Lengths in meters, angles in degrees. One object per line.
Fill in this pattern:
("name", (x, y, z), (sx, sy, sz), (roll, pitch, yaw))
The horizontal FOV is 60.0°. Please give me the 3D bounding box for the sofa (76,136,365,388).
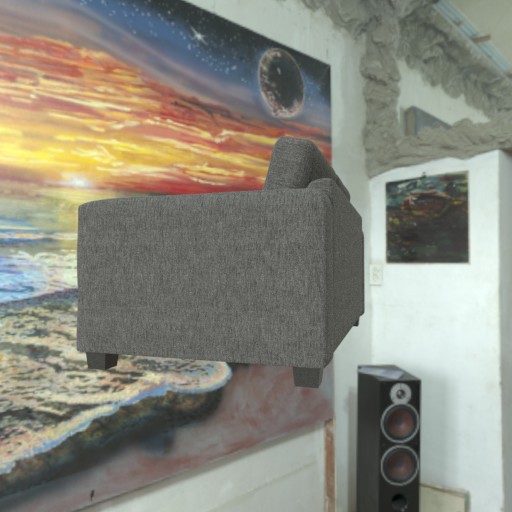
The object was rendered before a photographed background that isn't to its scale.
("sofa", (0.000, 0.000, 2.096), (0.900, 0.800, 1.520), (0, -1, 18))
